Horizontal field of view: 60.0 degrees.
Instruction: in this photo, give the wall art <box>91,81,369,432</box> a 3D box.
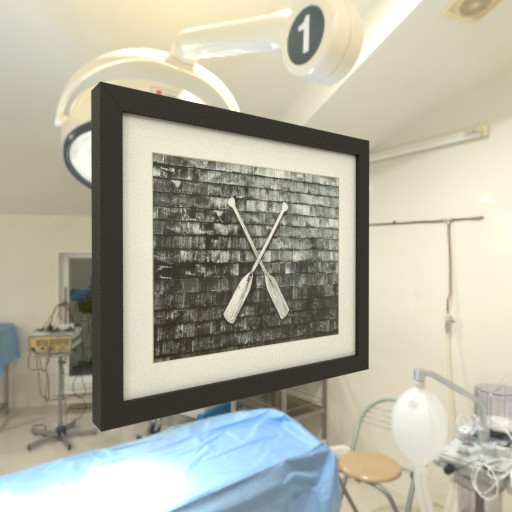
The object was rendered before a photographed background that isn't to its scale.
[{"bbox_3d":[0.000,0.000,0.540,0.381,0.330,0.029,0,1,-36],"label":"wall art"}]
